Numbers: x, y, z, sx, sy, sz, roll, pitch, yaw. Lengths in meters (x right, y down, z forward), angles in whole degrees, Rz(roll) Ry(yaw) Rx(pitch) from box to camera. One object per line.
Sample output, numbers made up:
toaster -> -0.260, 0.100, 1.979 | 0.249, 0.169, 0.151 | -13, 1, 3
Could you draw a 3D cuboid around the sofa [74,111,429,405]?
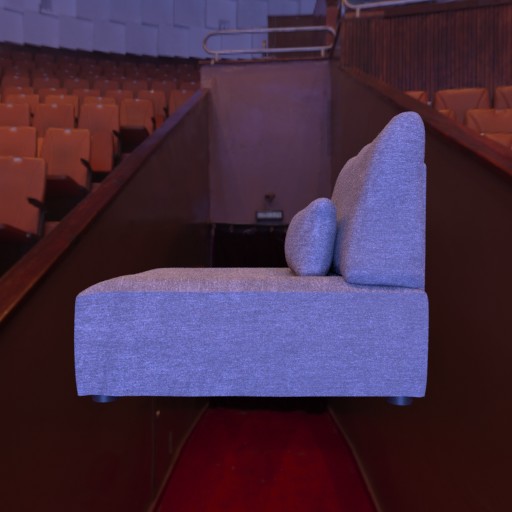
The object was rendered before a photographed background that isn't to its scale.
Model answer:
sofa -> 0.000, 0.000, 1.565 | 1.000, 0.820, 0.700 | 0, 1, 0
